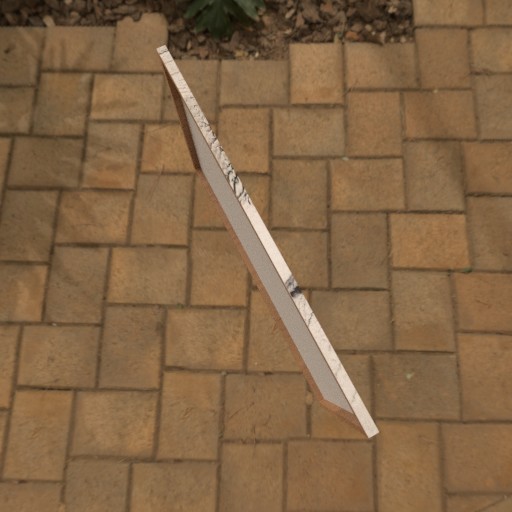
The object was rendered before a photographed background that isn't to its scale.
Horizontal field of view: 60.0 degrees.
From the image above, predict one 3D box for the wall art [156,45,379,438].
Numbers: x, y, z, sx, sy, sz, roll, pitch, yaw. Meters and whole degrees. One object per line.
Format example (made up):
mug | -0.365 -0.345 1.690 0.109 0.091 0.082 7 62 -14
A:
wall art | 0.000 0.000 1.185 0.023 0.607 0.914 -27 78 -6
